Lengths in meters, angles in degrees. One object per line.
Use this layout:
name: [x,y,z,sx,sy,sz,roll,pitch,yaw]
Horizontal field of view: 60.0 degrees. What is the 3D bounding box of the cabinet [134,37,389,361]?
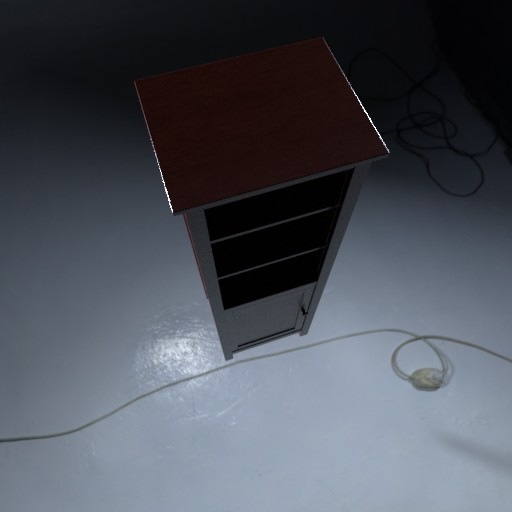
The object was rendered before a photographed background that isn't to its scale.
cabinet: [0.000,0.000,1.725,0.500,1.518,0.401,-17,65,-8]
